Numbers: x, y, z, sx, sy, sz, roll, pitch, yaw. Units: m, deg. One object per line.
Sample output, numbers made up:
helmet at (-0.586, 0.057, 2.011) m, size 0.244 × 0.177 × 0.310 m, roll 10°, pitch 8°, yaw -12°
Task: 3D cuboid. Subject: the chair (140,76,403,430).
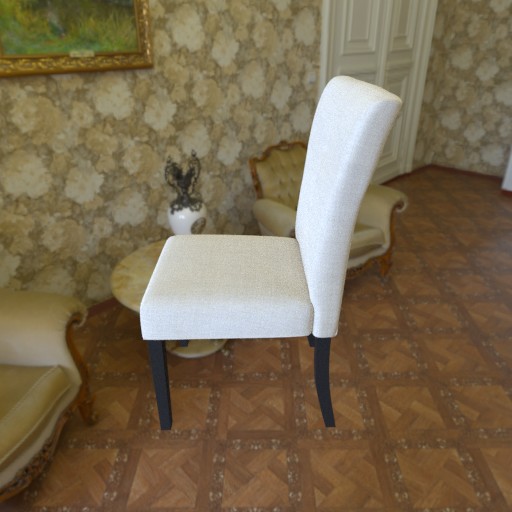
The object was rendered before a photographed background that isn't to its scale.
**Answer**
chair at (0.000, 0.000, 1.265) m, size 0.597 × 0.921 × 0.509 m, roll 0°, pitch 26°, yaw -1°
